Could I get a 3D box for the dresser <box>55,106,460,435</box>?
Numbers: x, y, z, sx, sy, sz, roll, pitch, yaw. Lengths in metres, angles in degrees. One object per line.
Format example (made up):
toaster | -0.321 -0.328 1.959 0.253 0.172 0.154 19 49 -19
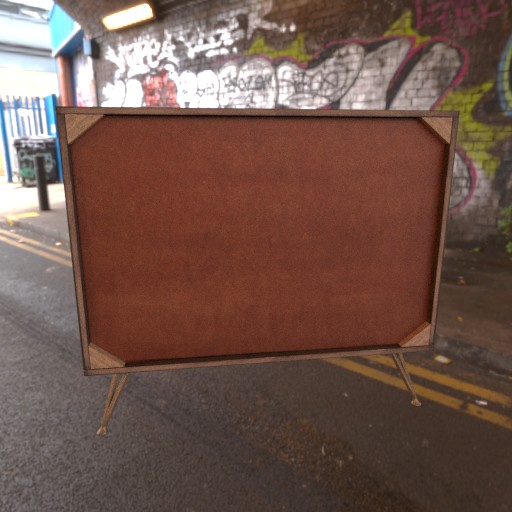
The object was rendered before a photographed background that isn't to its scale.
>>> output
dresser | 0.000 0.000 1.316 0.923 0.801 0.453 -2 15 -8
